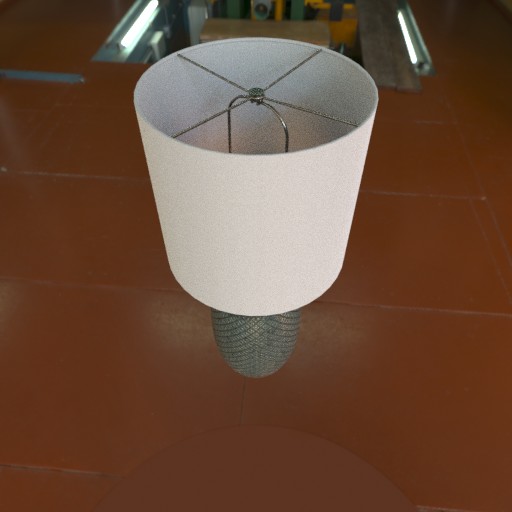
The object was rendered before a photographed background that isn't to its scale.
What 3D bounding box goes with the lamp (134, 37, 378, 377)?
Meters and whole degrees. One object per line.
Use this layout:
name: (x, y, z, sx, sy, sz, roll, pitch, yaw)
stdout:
lamp: (0.000, 0.000, 0.565, 0.217, 0.453, 0.217, 31, 55, 25)
